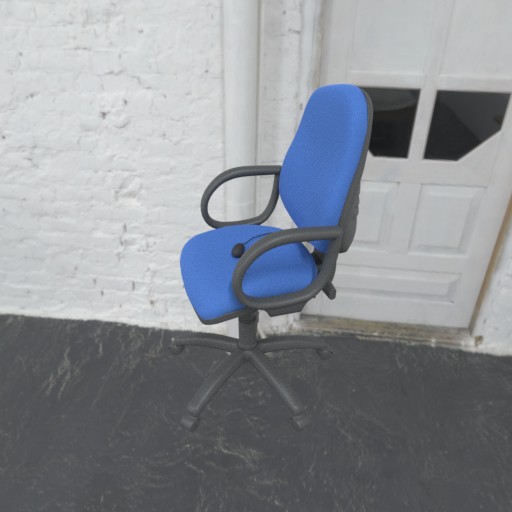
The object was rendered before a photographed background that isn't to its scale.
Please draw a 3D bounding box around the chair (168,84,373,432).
[{"bbox_3d":[0.000,0.000,1.258,0.549,0.905,0.552,-8,32,-14],"label":"chair"}]
